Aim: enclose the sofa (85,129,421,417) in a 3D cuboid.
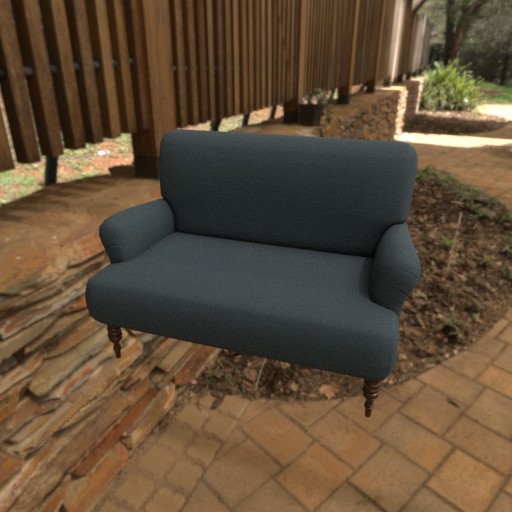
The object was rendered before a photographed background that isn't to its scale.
[{"bbox_3d":[0.000,0.000,1.878,1.297,0.889,0.779,8,26,17],"label":"sofa"}]
